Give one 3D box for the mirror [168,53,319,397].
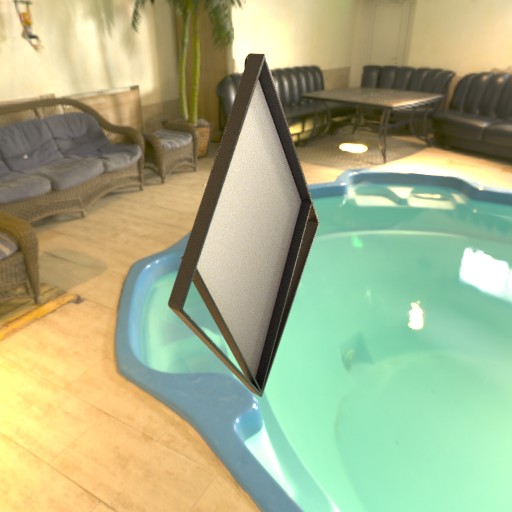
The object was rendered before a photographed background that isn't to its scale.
[{"bbox_3d":[0.000,0.000,0.816,0.032,0.679,0.419,19,32,32],"label":"mirror"}]
